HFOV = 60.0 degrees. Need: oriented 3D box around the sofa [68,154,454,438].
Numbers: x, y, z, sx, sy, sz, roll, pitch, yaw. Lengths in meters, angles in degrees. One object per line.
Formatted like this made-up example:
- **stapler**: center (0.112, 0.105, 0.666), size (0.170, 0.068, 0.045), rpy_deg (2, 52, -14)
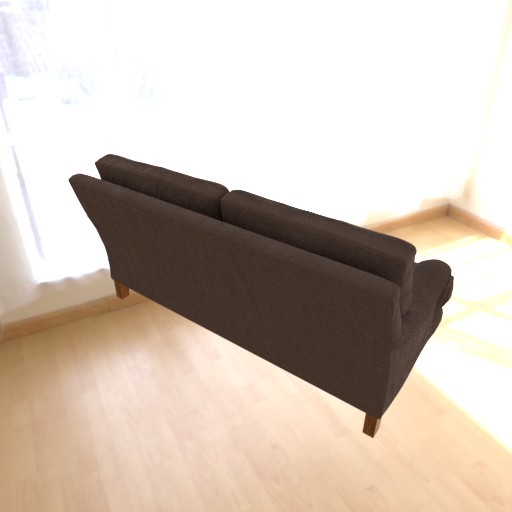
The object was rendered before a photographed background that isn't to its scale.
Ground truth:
- **sofa**: center (0.000, 0.000, 2.764), size (2.165, 1.087, 1.086), rpy_deg (21, 37, 31)
